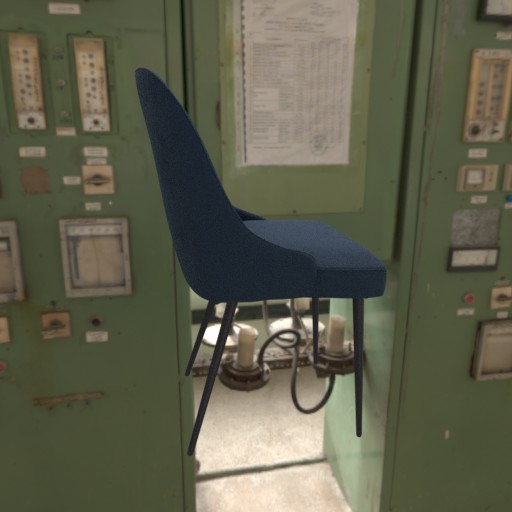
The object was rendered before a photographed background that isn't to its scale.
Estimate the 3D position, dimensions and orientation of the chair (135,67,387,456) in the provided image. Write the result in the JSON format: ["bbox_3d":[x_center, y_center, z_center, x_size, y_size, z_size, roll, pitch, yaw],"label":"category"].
[{"bbox_3d":[0.000,0.000,1.176,0.559,0.896,0.478,-3,16,-9],"label":"chair"}]
